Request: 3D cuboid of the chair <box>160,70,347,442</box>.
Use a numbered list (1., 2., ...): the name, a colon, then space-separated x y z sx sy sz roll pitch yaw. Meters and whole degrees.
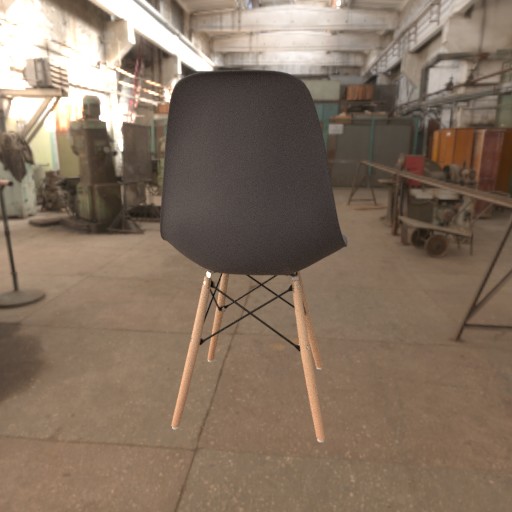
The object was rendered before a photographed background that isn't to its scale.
1. chair: 0.000 0.000 1.154 0.470 0.826 0.533 2 15 8
